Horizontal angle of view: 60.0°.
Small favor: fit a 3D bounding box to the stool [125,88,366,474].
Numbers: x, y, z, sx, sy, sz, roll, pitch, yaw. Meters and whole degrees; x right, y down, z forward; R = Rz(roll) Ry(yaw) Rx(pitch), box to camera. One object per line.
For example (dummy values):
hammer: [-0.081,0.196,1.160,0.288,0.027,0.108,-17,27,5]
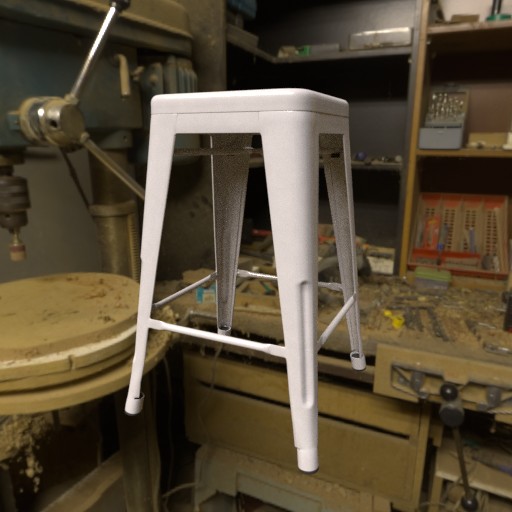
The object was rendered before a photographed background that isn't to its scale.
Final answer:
stool: [0.000,0.000,0.905,0.406,0.610,0.406,7,16,24]
